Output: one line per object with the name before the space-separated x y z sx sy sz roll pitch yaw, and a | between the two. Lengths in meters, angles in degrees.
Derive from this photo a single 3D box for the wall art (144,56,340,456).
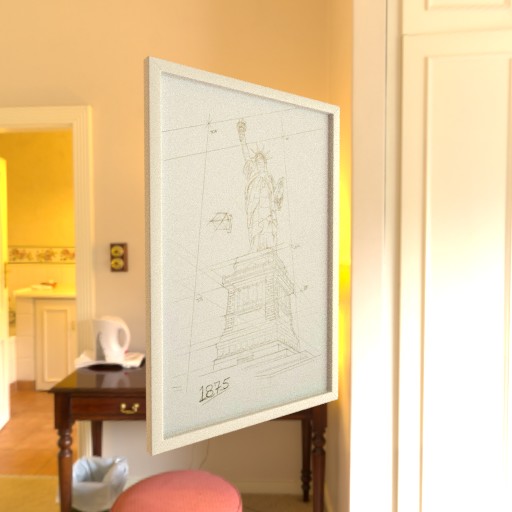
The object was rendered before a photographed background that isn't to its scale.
wall art | 0.000 0.000 1.561 0.808 1.183 0.038 -1 2 -37
